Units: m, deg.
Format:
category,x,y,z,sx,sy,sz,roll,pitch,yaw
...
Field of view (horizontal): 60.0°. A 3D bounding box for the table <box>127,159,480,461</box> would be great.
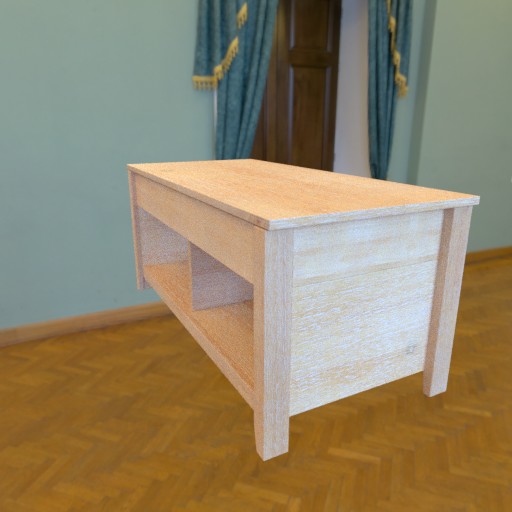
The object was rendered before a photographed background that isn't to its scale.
category,x,y,z,sx,sy,sz,roll,pitch,yaw
table,0.000,0.000,1.277,0.483,0.457,1.016,-9,19,-26
